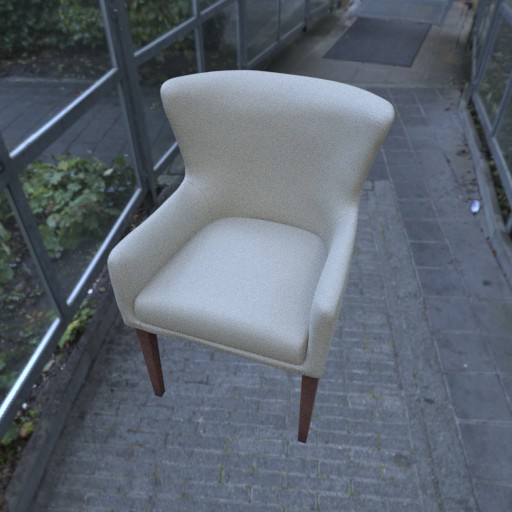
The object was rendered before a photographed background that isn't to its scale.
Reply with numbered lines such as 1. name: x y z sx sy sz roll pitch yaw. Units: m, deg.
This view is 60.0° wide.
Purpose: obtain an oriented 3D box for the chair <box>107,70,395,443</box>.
1. chair: 0.000 0.000 1.408 0.660 0.952 0.686 12 41 14
